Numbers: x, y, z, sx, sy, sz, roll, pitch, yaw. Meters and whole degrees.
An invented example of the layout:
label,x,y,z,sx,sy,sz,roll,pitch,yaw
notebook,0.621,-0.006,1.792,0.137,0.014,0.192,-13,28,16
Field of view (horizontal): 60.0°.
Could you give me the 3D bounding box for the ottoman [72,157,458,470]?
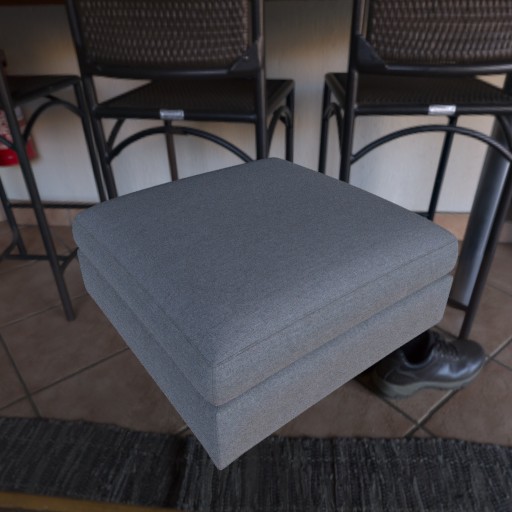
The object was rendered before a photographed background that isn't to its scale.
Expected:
label,x,y,z,sx,sy,sz,roll,pitch,yaw
ottoman,0.000,0.000,1.657,1.041,0.470,1.041,-21,37,-31
